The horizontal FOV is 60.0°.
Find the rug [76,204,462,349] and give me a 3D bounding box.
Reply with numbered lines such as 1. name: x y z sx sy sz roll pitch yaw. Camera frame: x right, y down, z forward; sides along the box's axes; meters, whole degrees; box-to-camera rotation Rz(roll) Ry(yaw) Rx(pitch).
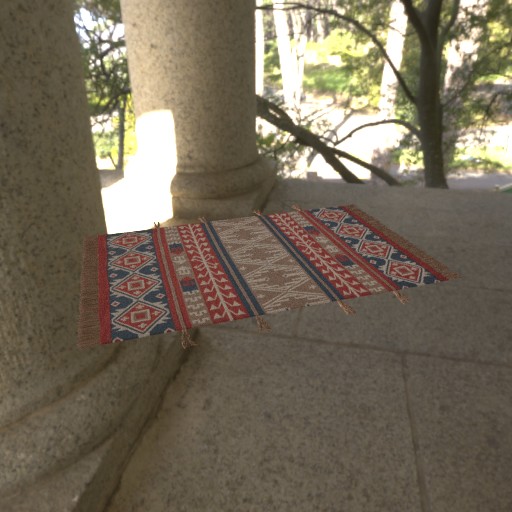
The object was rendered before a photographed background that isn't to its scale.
1. rug: 0.000 0.000 3.251 2.450 0.048 1.778 -8 28 -16
